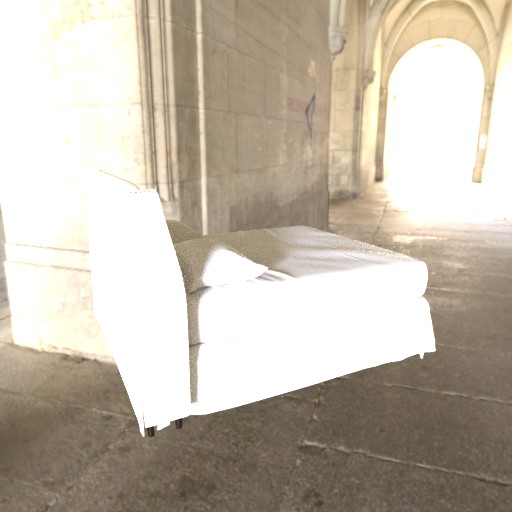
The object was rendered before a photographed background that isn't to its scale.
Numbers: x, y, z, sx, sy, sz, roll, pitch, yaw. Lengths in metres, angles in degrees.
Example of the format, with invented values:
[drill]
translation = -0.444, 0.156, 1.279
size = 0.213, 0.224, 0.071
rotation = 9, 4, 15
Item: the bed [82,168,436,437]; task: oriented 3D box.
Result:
[bed]
translation = 0.000, 0.000, 3.463
size = 2.276, 1.332, 1.925
rotation = -7, 16, -26
